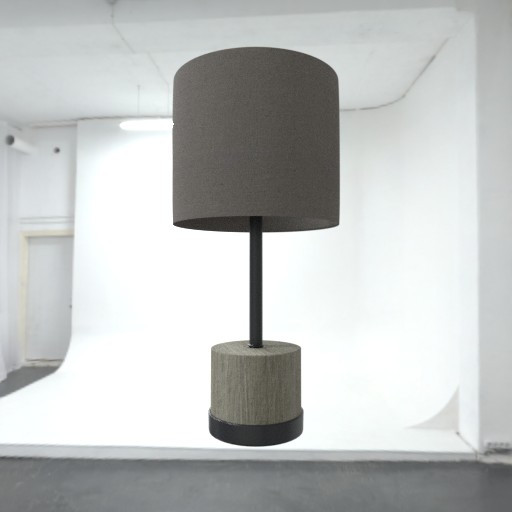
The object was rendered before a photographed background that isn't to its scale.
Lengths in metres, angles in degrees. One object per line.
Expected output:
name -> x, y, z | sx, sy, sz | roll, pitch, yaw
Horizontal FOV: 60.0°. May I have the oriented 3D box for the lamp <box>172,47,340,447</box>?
lamp -> 0.000, 0.000, 0.611 | 0.229, 0.470, 0.229 | 1, -2, -17
